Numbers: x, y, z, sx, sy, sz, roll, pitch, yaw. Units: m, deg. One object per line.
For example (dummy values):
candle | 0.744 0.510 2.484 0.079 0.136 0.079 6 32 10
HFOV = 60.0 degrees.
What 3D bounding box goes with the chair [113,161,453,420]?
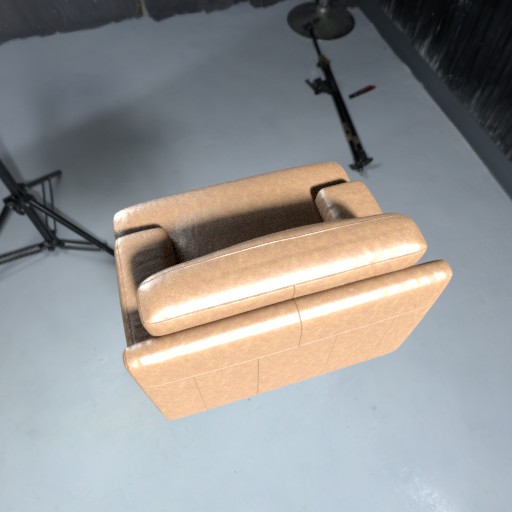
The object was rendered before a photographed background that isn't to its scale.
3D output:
chair | 0.000 0.000 2.058 1.276 0.978 1.050 -15 59 -9
